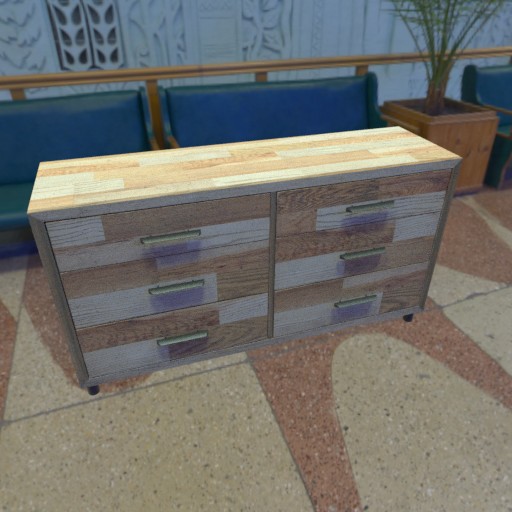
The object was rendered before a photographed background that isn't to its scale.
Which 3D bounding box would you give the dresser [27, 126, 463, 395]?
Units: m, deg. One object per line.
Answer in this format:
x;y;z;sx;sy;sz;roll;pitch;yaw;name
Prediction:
0.000;0.000;1.888;1.547;0.834;0.487;-10;34;-15;dresser
